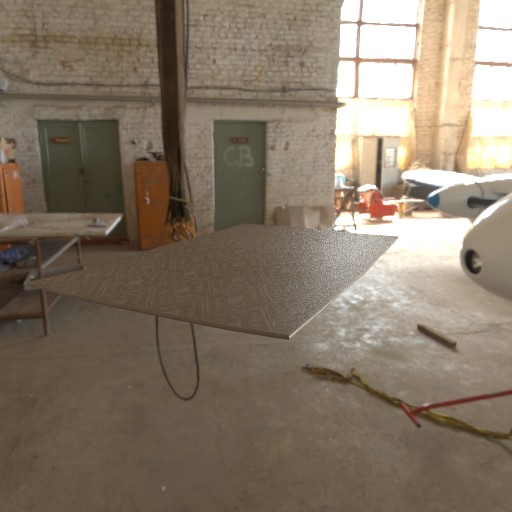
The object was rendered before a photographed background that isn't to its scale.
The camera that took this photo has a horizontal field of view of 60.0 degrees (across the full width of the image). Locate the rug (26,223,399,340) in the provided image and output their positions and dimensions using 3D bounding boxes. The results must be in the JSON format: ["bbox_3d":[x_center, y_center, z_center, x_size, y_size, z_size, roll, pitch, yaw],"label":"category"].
[{"bbox_3d":[0.000,0.000,3.101,1.553,0.053,2.430,7,15,26],"label":"rug"}]
